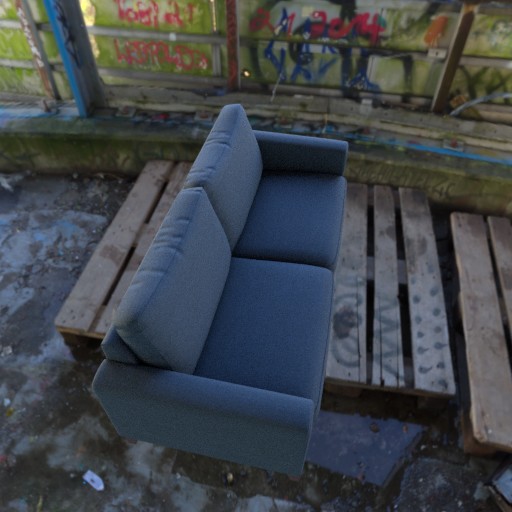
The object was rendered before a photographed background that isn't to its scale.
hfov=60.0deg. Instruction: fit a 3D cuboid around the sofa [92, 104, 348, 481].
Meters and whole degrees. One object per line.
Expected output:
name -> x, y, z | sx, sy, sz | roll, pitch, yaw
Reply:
sofa -> 0.000, 0.000, 2.363 | 0.877, 0.865, 1.900 | 9, 48, 8
